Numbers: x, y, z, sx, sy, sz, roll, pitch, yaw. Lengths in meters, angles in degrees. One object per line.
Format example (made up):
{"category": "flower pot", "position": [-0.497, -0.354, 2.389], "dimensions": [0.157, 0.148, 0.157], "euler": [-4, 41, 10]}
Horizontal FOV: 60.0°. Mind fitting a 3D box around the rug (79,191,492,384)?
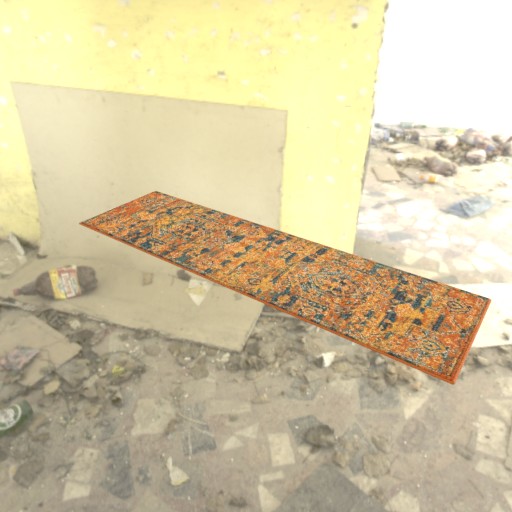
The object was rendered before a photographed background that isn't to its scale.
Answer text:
{"category": "rug", "position": [0.000, 0.000, 2.433], "dimensions": [2.274, 0.016, 0.651], "euler": [20, 36, 30]}
